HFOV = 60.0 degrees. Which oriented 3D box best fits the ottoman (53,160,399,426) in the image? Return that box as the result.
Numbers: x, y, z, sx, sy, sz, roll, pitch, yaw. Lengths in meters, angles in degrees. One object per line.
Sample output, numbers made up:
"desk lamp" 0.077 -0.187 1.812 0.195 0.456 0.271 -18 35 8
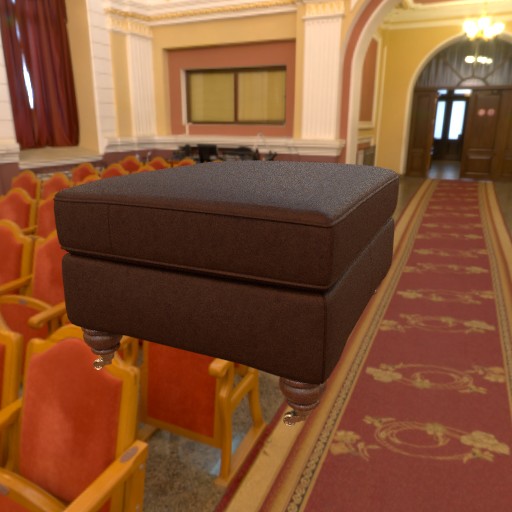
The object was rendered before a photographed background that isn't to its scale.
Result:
"ottoman" 0.000 0.000 1.856 0.967 0.730 1.187 8 18 24
